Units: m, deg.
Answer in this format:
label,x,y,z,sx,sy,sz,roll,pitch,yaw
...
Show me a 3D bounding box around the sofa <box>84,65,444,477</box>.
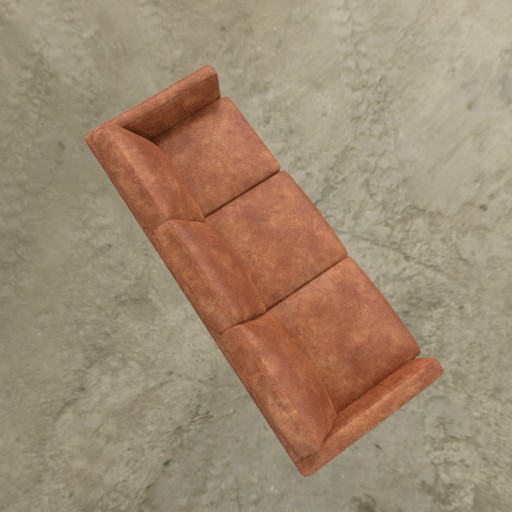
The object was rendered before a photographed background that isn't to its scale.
label,x,y,z,sx,sy,sz,roll,pitch,yaw
sofa,0.000,0.000,2.965,1.045,1.006,2.464,-33,78,-8
